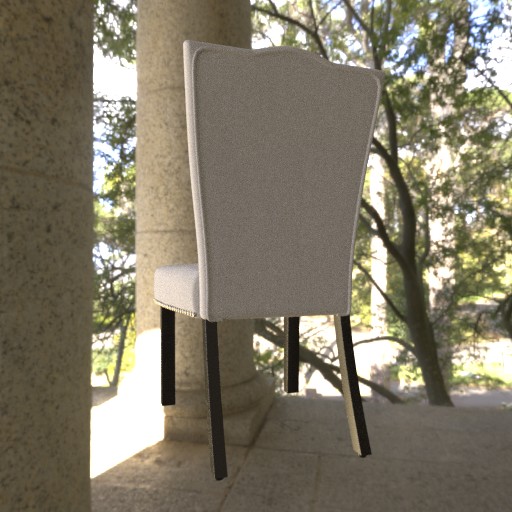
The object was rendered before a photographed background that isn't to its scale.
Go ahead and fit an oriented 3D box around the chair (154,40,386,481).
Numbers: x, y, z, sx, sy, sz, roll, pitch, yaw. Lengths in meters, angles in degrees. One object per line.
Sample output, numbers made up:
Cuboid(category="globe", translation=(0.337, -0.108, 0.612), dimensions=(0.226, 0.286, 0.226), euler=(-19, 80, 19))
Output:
Cuboid(category="chair", translation=(0.000, 0.000, 1.254), dimensions=(0.518, 0.946, 0.589), euler=(0, -1, -18))
